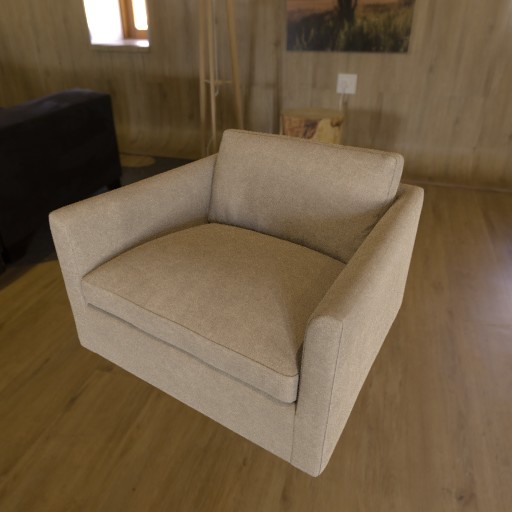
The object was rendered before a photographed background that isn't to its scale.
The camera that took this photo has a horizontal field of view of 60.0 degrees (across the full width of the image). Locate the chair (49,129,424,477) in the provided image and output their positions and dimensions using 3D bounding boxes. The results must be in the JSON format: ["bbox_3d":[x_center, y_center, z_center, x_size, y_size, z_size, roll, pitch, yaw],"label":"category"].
[{"bbox_3d":[0.000,0.000,1.865,1.190,0.845,1.091,18,34,28],"label":"chair"}]
